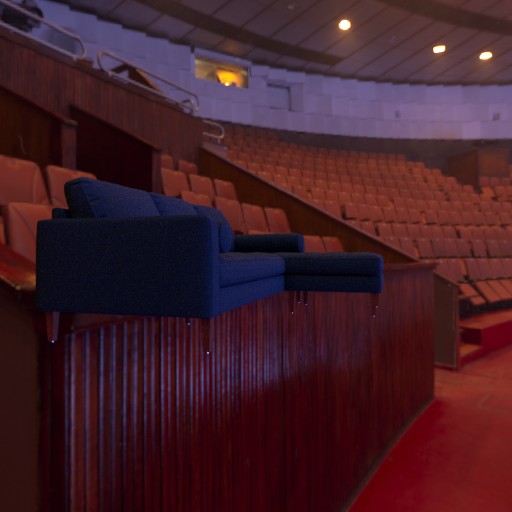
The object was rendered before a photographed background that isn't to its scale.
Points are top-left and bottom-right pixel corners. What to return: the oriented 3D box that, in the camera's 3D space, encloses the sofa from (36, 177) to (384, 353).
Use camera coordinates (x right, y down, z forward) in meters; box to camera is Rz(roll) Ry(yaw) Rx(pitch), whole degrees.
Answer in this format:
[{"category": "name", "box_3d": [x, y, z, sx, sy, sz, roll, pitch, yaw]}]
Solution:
[{"category": "sofa", "box_3d": [0.000, 0.000, 2.959, 1.613, 0.841, 2.185, 0, 1, 17]}]
